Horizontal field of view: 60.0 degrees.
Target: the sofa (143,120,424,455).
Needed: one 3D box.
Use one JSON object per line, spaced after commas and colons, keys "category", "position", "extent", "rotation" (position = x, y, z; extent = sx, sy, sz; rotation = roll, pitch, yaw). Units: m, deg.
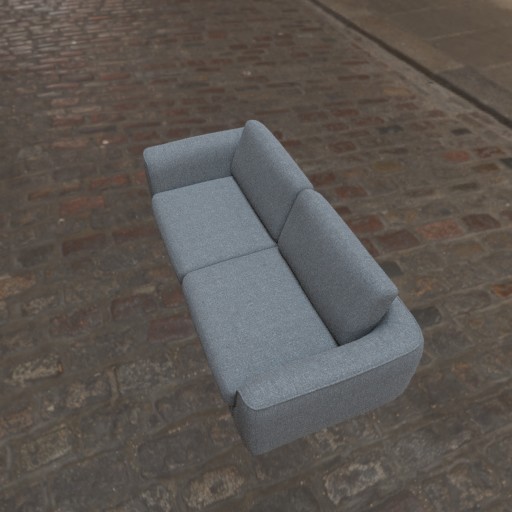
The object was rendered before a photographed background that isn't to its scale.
{"category": "sofa", "position": [0.000, 0.000, 2.540], "extent": [0.920, 0.870, 2.000], "rotation": [-16, 48, -15]}
